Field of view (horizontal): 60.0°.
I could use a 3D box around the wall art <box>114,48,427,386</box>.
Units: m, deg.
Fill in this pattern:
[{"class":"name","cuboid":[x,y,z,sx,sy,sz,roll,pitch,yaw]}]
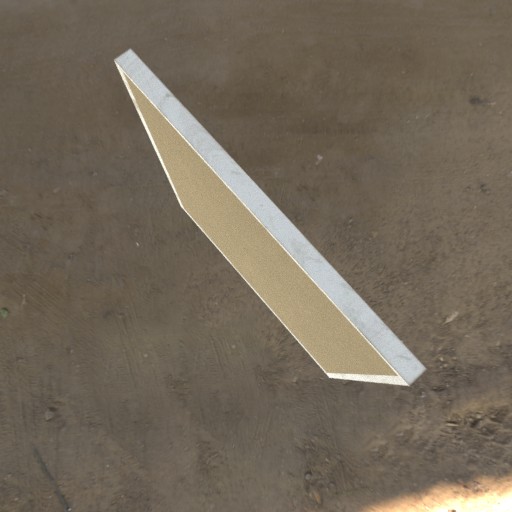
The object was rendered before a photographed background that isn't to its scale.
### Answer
[{"class":"wall art","cuboid":[0.000,0.000,1.114,0.038,0.757,0.760,-40,79,-9]}]
